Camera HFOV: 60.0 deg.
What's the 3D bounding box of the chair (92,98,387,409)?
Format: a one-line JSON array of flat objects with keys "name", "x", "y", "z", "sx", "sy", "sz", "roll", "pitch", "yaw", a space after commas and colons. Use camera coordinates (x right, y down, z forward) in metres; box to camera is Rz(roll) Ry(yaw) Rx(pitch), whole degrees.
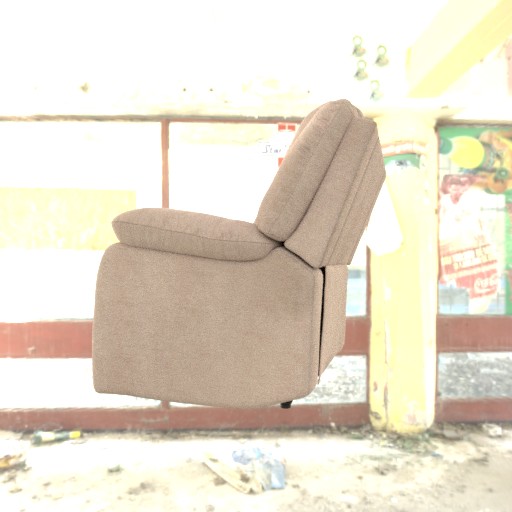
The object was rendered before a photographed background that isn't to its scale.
[{"name": "chair", "x": 0.000, "y": 0.000, "z": 1.709, "sx": 0.944, "sy": 1.008, "sz": 0.899, "roll": 0, "pitch": -1, "yaw": 18}]
